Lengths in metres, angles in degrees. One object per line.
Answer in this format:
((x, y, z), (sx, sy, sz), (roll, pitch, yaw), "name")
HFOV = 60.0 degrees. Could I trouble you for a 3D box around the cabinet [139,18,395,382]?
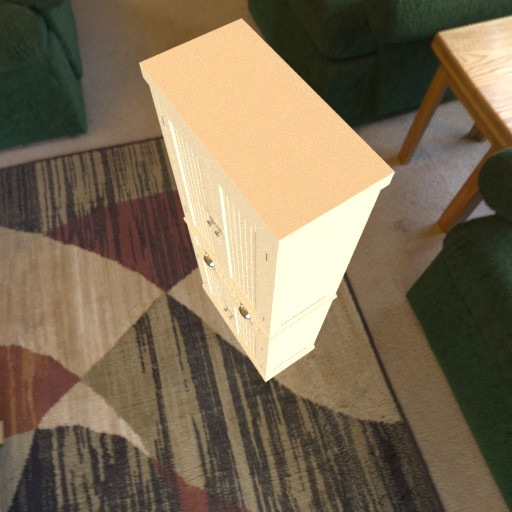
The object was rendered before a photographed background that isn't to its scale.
((0.000, 0.000, 2.094), (0.390, 1.829, 0.754), (-31, 67, -14), "cabinet")
